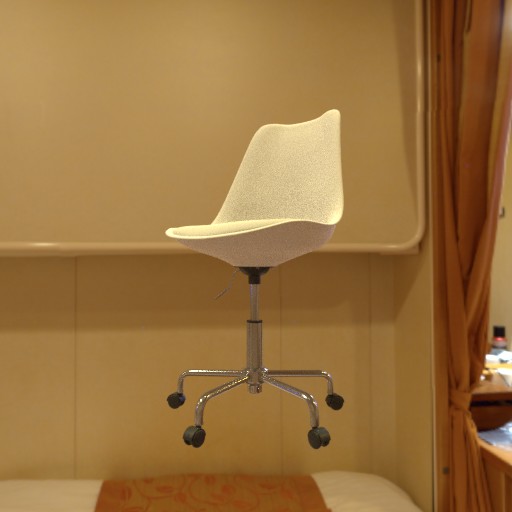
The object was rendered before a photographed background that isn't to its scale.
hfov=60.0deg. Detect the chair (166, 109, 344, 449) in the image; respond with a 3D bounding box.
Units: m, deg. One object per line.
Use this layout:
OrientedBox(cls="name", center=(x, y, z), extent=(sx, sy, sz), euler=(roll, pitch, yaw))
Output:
OrientedBox(cls="chair", center=(0.000, 0.000, 1.284), extent=(0.550, 0.930, 0.550), euler=(-1, -1, 37))
